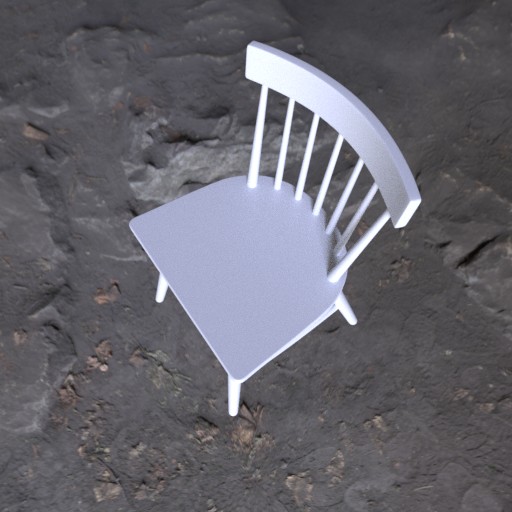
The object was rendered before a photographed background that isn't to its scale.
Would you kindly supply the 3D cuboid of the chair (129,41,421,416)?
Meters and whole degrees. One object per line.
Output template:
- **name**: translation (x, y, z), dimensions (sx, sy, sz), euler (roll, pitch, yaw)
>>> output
- **chair**: translation (0.000, 0.000, 1.106), dimensions (0.500, 0.787, 0.483), euler (-32, 67, -15)
